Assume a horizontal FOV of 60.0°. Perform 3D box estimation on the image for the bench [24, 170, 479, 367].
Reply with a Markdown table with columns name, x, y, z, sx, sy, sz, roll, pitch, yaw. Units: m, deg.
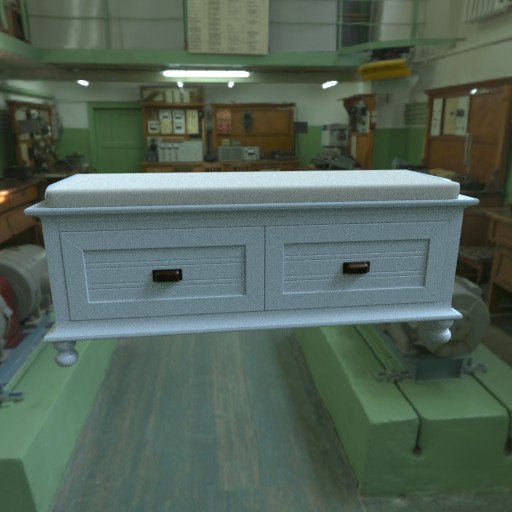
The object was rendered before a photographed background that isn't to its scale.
| name | x | y | z | sx | sy | sz | roll | pitch | yaw |
| --- | --- | --- | --- | --- | --- | --- | --- | --- | --- |
| bench | 0.000 | 0.000 | 1.389 | 1.185 | 0.486 | 0.402 | -2 | 17 | -7 |
